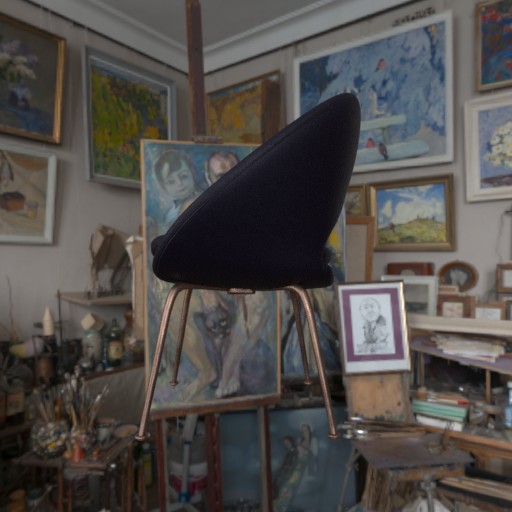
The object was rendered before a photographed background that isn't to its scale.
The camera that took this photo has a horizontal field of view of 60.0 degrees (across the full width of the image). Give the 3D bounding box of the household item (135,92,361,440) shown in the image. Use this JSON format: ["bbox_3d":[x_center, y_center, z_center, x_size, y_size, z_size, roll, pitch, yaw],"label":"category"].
[{"bbox_3d":[0.000,0.000,1.263,0.573,0.852,0.623,0,-1,-1],"label":"household item"}]
